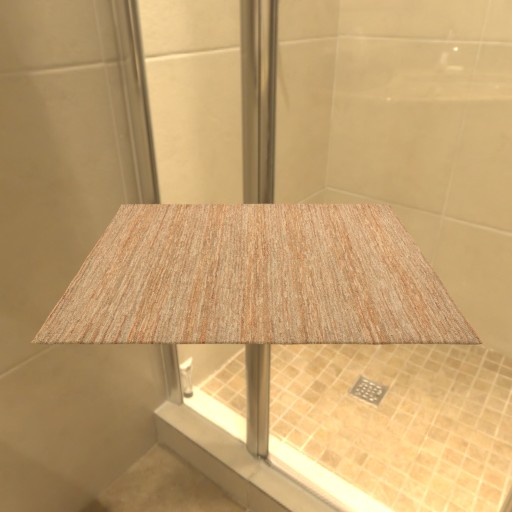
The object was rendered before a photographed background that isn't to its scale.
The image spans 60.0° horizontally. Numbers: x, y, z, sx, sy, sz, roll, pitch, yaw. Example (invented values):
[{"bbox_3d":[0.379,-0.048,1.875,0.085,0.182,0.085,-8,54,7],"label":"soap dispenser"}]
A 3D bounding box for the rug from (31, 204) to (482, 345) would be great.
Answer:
[{"bbox_3d":[0.000,0.000,3.855,2.939,0.009,2.313,0,29,0],"label":"rug"}]
